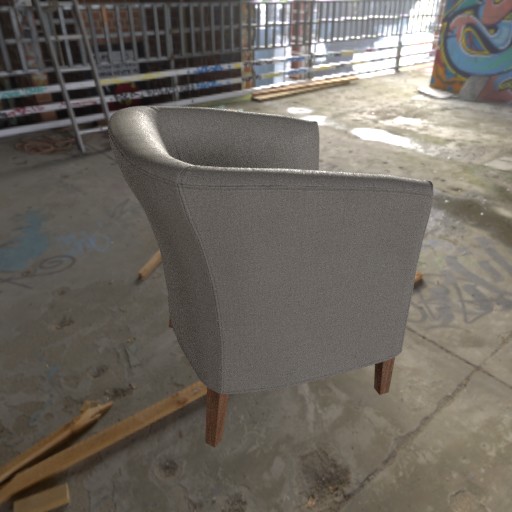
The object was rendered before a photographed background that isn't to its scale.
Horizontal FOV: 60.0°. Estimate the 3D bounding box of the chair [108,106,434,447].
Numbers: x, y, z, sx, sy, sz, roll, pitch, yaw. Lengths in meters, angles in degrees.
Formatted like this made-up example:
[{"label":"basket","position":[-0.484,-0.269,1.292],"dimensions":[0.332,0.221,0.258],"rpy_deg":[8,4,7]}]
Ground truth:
[{"label":"chair","position":[0.000,0.000,1.237],"dimensions":[0.668,0.771,0.600],"rpy_deg":[-11,33,-17]}]
